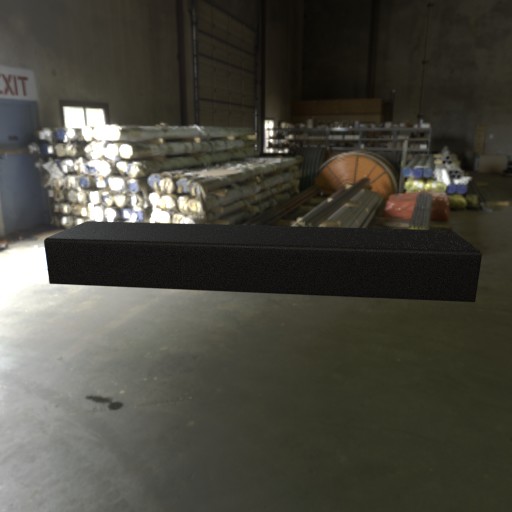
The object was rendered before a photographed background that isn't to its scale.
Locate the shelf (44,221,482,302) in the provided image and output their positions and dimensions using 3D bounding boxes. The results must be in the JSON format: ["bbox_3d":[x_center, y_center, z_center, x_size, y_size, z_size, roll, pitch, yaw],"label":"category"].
[{"bbox_3d":[0.000,0.000,0.512,0.456,0.053,0.102,2,16,7],"label":"shelf"}]
